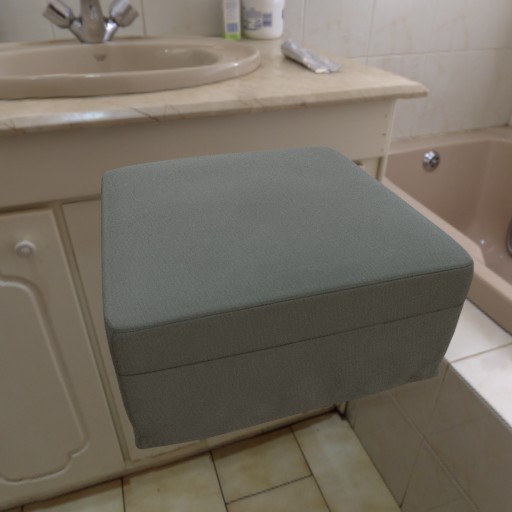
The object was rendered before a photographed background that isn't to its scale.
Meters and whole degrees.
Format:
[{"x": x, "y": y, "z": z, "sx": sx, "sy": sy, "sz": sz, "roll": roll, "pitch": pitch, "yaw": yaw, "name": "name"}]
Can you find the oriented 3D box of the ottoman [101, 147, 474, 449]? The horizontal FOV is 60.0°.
[{"x": 0.000, "y": 0.000, "z": 1.324, "sx": 0.842, "sy": 0.441, "sz": 0.843, "roll": -9, "pitch": 34, "yaw": -14, "name": "ottoman"}]
